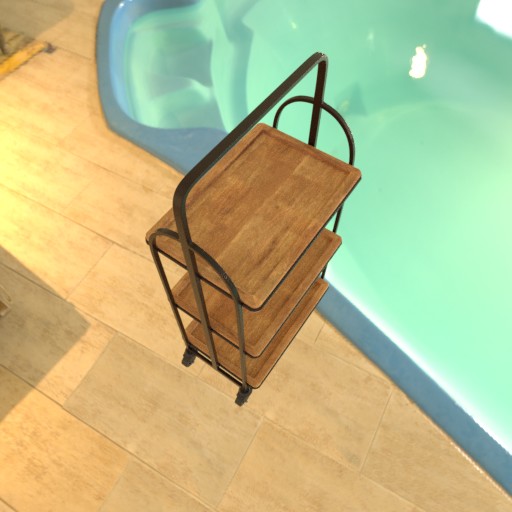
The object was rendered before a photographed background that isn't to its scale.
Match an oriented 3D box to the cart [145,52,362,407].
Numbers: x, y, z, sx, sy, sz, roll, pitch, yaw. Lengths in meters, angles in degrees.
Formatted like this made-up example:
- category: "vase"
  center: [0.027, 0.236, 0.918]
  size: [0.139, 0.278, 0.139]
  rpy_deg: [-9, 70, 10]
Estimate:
- category: "cart"
  center: [0.000, 0.000, 1.244]
  size: [0.327, 1.001, 0.553]
  rpy_deg: [31, 63, 18]
